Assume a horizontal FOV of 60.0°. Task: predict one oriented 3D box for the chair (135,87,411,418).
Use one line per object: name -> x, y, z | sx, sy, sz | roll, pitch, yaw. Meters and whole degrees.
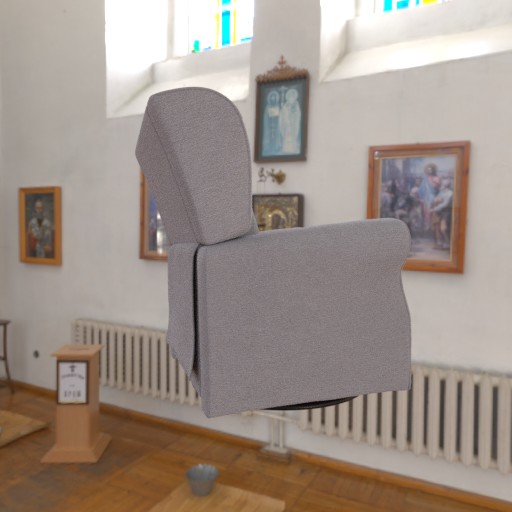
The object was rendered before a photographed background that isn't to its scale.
chair -> 0.000, 0.000, 1.689 | 0.854, 0.966, 0.906 | 0, 1, -18
